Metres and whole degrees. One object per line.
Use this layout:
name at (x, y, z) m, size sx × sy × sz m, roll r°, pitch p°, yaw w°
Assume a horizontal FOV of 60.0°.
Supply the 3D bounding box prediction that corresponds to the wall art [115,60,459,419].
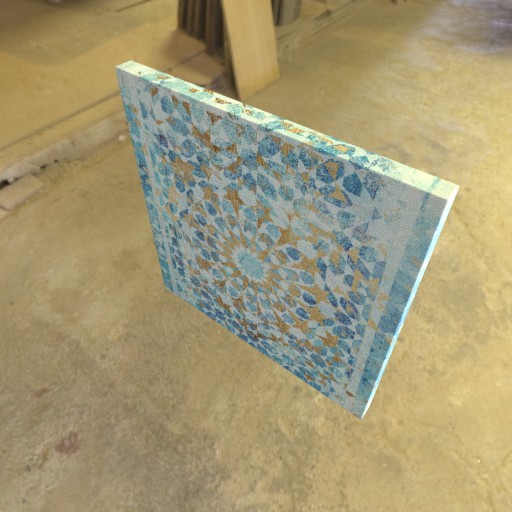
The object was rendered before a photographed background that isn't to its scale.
wall art at (0.000, 0.000, 0.886) m, size 0.609 × 0.609 × 0.040 m, roll 30°, pitch 53°, yaw 25°
